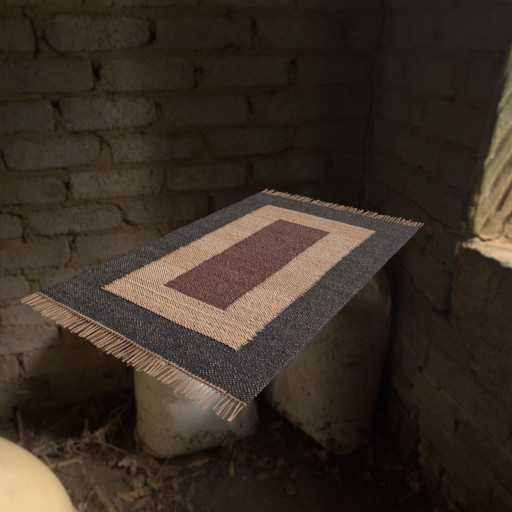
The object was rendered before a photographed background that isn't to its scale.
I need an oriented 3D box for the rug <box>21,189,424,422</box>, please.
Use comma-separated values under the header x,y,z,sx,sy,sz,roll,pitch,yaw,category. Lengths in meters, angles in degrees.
x,y,z,sx,sy,sz,roll,pitch,yaw,category
0.000,0.000,2.428,1.224,0.027,2.021,18,31,31,rug
